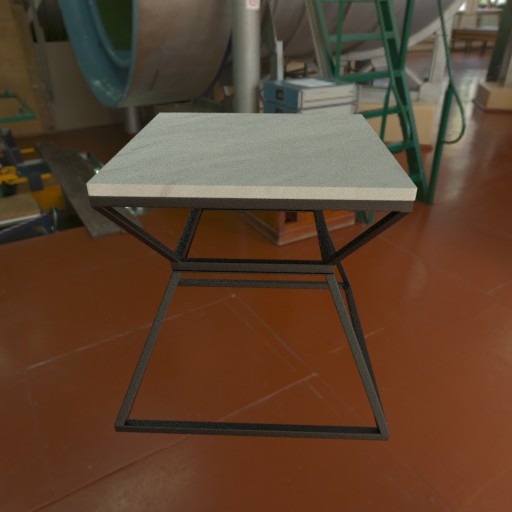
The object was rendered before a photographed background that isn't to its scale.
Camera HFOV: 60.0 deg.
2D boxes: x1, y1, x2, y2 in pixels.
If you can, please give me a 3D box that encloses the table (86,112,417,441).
[{"bbox_3d":[0.000,0.000,0.825,0.455,0.431,0.455,1,30,2],"label":"table"}]
